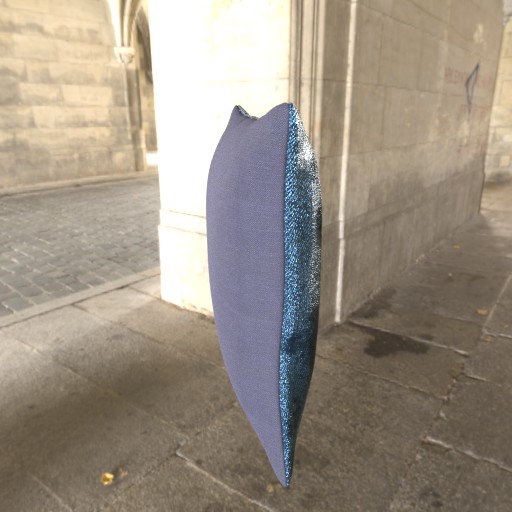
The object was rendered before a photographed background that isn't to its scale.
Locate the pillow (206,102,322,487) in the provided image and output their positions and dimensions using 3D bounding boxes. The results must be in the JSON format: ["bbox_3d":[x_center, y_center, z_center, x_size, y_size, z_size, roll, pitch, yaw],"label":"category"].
[{"bbox_3d":[0.000,0.000,0.653,0.138,0.430,0.436,-3,18,-8],"label":"pillow"}]
